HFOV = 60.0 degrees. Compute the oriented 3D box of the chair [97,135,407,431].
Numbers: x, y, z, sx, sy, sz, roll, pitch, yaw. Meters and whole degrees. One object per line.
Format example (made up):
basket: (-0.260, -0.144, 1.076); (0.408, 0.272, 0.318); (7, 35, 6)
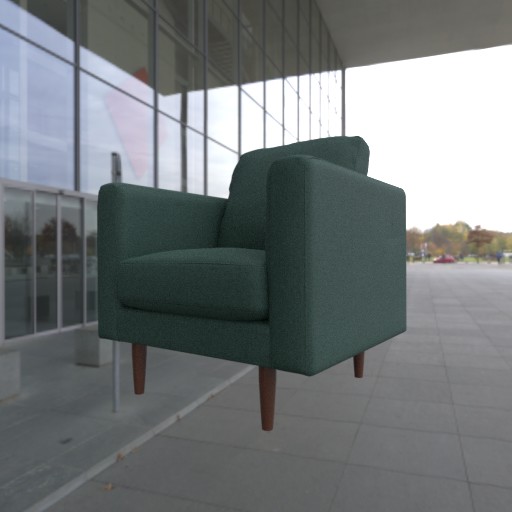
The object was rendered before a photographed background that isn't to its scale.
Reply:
chair: (0.000, 0.000, 1.595); (0.855, 0.927, 0.800); (0, 0, 36)
